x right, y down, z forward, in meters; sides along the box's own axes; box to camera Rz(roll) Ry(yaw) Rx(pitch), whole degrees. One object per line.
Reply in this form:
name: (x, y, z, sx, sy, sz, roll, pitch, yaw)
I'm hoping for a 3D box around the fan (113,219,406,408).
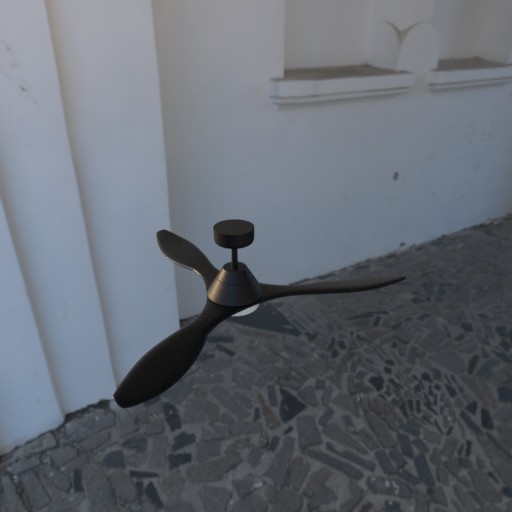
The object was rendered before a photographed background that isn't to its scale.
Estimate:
fan: (0.000, 0.000, 1.640, 1.067, 0.305, 1.067, -8, 28, -16)
